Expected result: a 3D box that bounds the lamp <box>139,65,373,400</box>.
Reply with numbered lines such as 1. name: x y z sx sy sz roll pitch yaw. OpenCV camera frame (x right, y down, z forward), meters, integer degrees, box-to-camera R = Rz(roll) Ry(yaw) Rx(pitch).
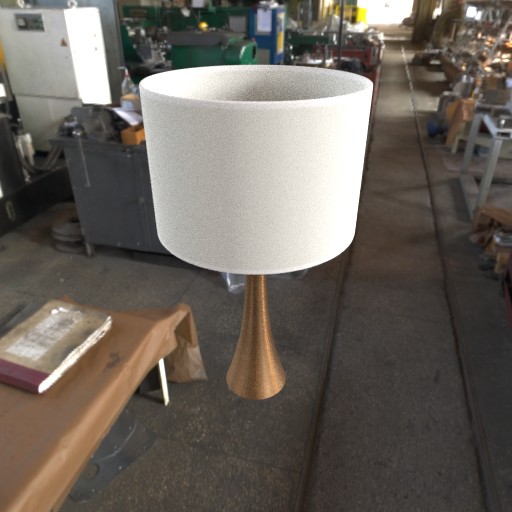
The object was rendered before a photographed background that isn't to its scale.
1. lamp: 0.000 0.000 0.640 0.268 0.479 0.268 -9 31 -16
